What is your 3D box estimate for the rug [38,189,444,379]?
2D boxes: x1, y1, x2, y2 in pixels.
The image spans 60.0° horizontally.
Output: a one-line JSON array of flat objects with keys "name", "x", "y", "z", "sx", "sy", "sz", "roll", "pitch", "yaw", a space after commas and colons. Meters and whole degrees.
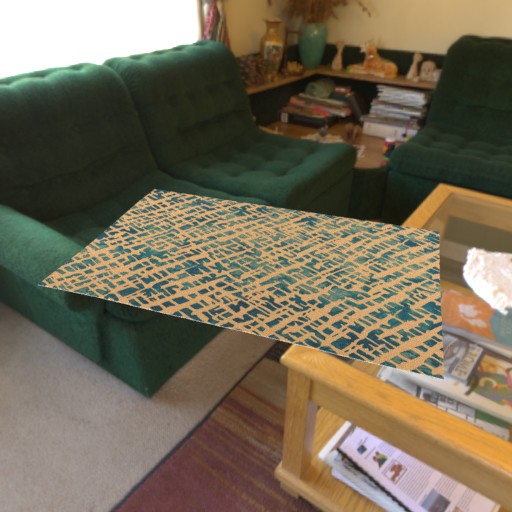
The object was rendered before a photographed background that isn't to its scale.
[{"name": "rug", "x": 0.000, "y": 0.000, "z": 3.101, "sx": 2.447, "sy": 0.011, "sz": 1.520, "roll": 10, "pitch": 35, "yaw": 15}]
